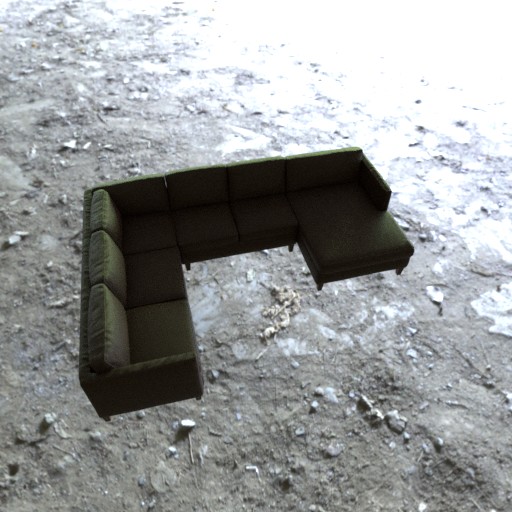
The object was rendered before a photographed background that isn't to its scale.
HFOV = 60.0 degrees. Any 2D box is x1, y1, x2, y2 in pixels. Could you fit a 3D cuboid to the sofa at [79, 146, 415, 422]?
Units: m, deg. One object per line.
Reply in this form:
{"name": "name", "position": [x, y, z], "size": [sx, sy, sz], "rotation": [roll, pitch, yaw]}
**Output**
{"name": "sofa", "position": [0.000, 0.000, 4.720], "size": [3.460, 0.923, 2.593], "rotation": [-10, 47, -10]}
